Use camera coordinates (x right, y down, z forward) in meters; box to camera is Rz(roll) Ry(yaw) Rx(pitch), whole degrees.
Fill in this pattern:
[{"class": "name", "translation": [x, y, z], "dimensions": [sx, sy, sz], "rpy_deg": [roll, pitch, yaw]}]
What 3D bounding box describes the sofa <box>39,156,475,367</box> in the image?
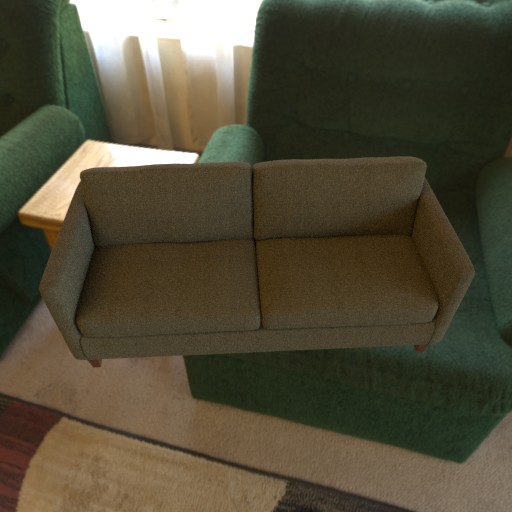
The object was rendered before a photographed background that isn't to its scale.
[{"class": "sofa", "translation": [0.000, 0.000, 2.698], "dimensions": [2.208, 0.965, 0.948], "rpy_deg": [-2, 45, -2]}]
